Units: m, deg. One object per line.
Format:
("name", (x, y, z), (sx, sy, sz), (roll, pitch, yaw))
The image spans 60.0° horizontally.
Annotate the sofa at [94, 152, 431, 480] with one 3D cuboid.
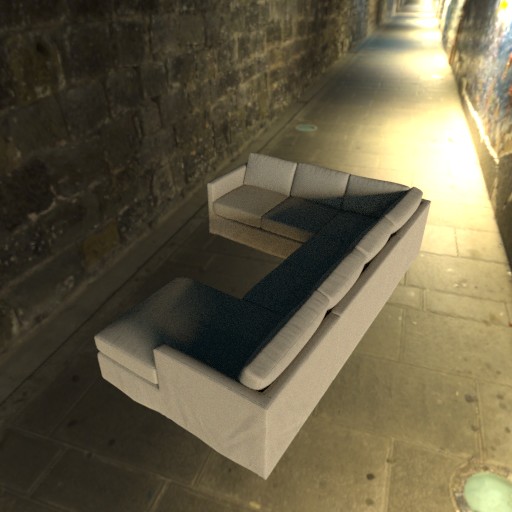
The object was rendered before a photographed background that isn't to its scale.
("sofa", (0.000, 0.000, 4.434), (2.427, 0.882, 3.460), (19, 37, 28))
